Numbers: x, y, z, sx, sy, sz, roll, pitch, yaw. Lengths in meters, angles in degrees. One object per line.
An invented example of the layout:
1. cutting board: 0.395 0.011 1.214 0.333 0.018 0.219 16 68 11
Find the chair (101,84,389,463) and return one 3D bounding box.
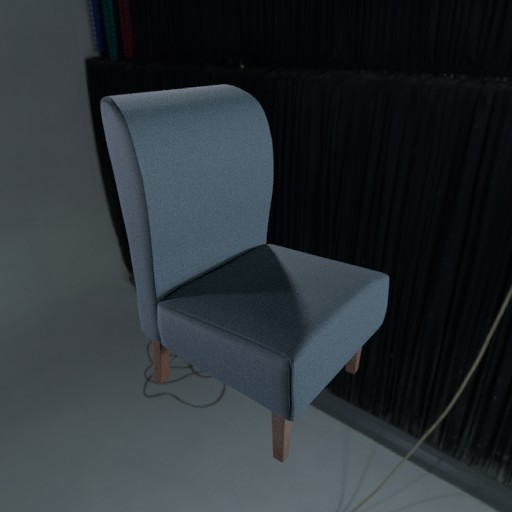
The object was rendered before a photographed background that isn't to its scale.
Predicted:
1. chair: 0.000 0.000 1.183 0.592 0.804 0.513 18 31 32
